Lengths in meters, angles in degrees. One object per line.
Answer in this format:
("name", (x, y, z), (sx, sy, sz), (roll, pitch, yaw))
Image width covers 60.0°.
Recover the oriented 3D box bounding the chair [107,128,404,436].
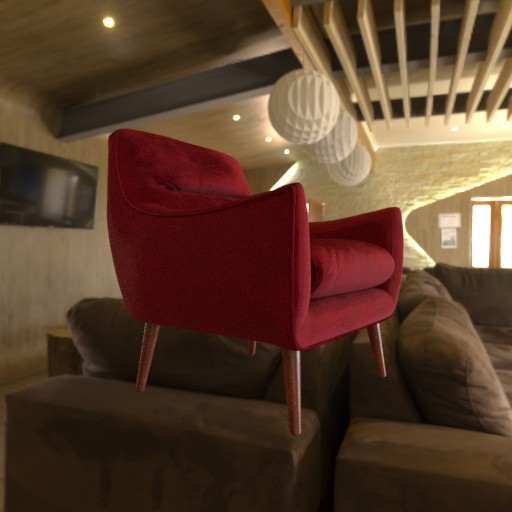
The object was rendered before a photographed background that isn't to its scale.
("chair", (0.000, 0.000, 1.480), (0.787, 0.838, 0.762), (1, 1, 36))
